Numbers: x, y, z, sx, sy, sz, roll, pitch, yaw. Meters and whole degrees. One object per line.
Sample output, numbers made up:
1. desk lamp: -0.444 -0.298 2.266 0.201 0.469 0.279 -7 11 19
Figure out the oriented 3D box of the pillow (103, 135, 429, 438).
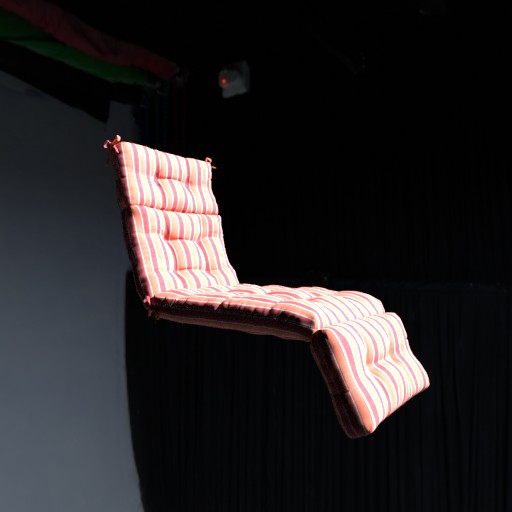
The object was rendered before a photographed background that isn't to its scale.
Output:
1. pillow: 0.000 0.000 1.499 1.016 0.863 0.526 0 -1 37
